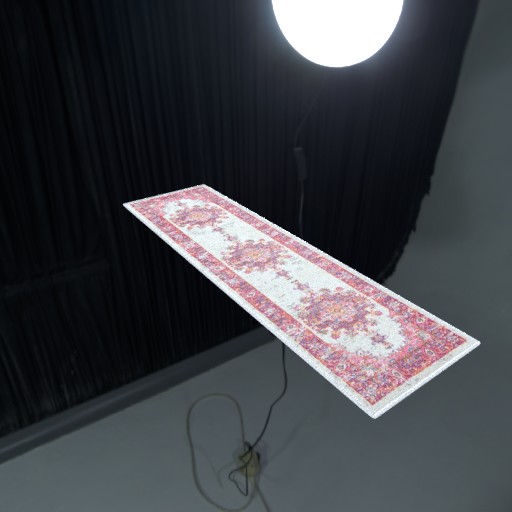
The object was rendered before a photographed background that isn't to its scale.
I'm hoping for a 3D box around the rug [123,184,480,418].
[{"bbox_3d":[0.000,0.000,2.487,0.666,0.011,2.294,-20,35,-31],"label":"rug"}]
